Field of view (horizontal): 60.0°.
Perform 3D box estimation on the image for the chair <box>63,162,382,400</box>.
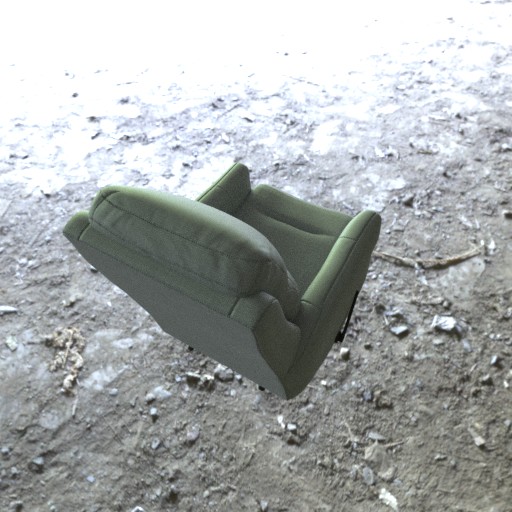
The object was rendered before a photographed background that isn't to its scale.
[{"bbox_3d":[0.000,0.000,1.796,0.829,1.030,1.080,24,51,21],"label":"chair"}]
